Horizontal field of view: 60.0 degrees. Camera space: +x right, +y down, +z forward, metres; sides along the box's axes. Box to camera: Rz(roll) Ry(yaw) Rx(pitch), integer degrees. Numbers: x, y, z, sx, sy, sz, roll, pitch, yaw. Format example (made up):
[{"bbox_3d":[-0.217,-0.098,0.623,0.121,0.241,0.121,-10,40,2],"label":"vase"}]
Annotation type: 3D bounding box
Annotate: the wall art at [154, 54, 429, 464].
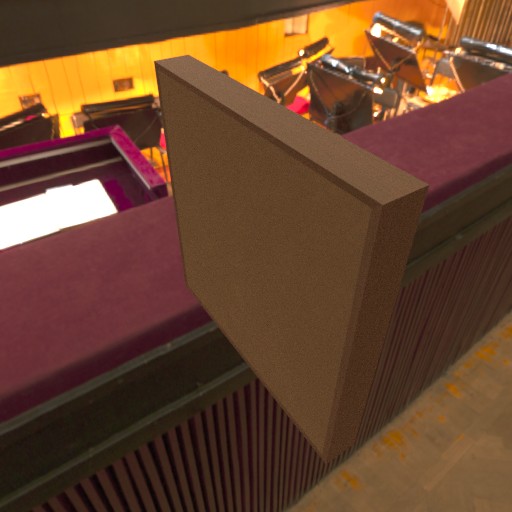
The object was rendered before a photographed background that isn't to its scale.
[{"bbox_3d":[0.000,0.000,0.442,0.038,0.303,0.304,-23,45,-25],"label":"wall art"}]
